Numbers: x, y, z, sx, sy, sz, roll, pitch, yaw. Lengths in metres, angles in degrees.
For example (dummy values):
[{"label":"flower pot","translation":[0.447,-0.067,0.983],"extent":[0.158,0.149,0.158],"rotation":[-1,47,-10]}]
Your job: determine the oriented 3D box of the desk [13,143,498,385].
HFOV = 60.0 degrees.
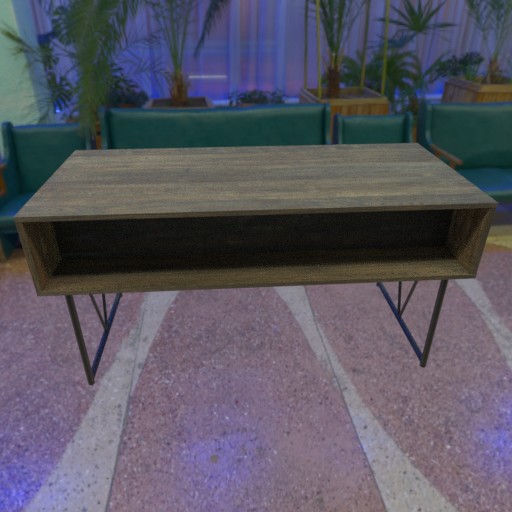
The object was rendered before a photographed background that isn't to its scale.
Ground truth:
[{"label":"desk","translation":[0.000,0.000,1.969],"extent":[1.600,0.780,0.730],"rotation":[-2,30,-4]}]
